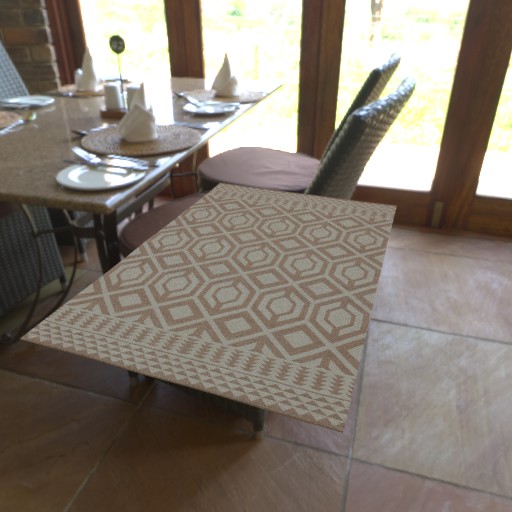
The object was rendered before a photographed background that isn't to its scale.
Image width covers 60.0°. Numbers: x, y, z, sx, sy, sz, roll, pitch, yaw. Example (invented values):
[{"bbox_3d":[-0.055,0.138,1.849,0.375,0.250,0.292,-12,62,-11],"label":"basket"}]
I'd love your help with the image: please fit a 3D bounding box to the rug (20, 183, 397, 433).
[{"bbox_3d":[0.000,0.000,2.234,1.219,0.008,1.829,10,31,18],"label":"rug"}]
